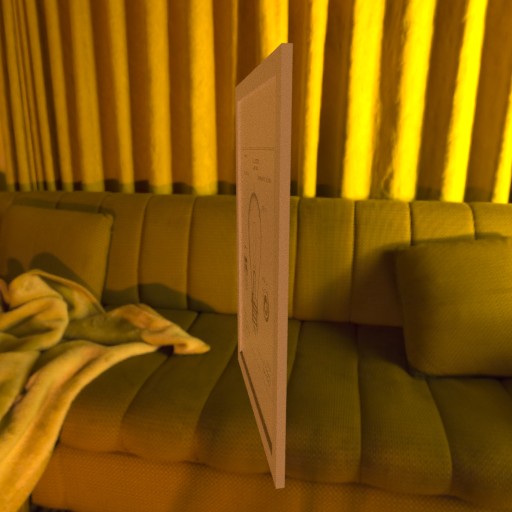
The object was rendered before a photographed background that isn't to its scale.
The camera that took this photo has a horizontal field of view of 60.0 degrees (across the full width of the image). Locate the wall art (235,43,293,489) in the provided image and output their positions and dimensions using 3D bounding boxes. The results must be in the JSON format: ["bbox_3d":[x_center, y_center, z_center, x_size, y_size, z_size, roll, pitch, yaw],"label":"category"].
[{"bbox_3d":[0.000,0.000,0.611,0.010,0.474,0.325,-2,14,-10],"label":"wall art"}]
